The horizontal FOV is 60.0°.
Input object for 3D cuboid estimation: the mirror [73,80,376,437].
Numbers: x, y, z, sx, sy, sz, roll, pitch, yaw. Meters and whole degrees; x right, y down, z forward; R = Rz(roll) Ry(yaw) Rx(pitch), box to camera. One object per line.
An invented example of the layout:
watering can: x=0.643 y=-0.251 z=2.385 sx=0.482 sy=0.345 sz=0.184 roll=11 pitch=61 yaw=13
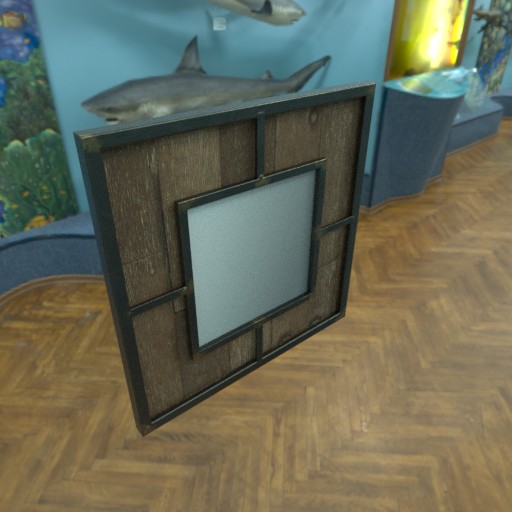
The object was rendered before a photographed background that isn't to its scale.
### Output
mirror: x=0.000 y=0.000 z=0.568 sx=0.382 sy=0.381 sz=0.020 roll=-23 pitch=38 yaw=-33
